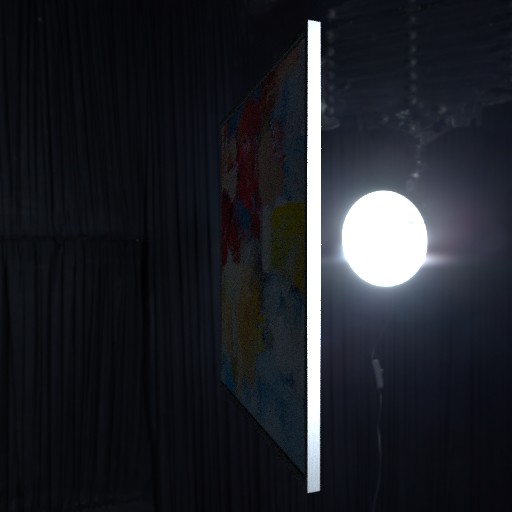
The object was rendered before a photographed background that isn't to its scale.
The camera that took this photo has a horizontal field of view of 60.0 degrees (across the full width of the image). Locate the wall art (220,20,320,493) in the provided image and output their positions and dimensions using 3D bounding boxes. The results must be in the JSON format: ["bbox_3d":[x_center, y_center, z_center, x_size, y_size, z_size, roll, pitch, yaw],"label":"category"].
[{"bbox_3d":[0.000,0.000,1.372,0.030,1.046,0.816,0,0,-18],"label":"wall art"}]
